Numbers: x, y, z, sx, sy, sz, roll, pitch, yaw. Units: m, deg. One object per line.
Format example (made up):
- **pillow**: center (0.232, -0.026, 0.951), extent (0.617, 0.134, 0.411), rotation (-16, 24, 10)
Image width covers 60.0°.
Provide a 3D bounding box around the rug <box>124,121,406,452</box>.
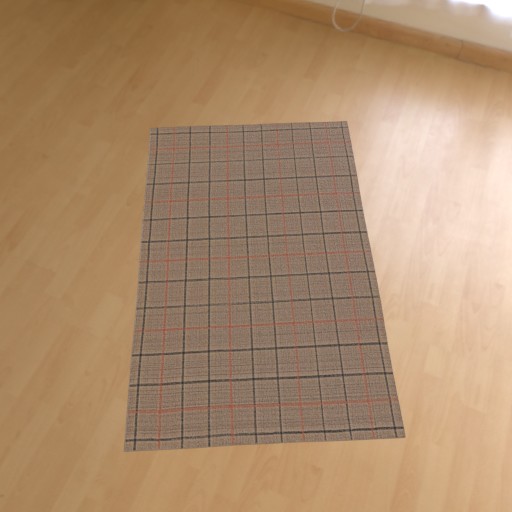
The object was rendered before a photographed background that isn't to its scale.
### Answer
- **rug**: center (0.000, 0.000, 2.326), extent (1.220, 0.013, 1.829), rotation (-2, 63, -1)
